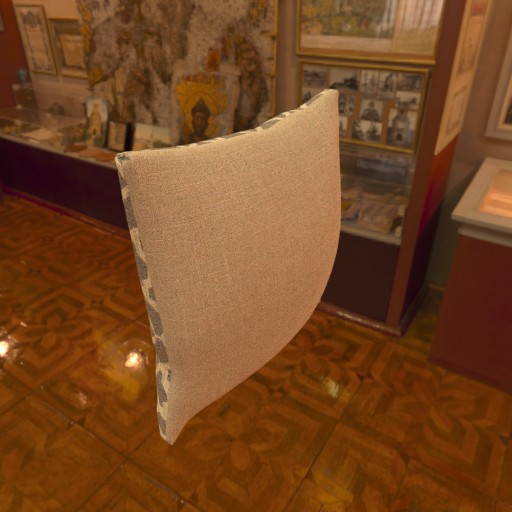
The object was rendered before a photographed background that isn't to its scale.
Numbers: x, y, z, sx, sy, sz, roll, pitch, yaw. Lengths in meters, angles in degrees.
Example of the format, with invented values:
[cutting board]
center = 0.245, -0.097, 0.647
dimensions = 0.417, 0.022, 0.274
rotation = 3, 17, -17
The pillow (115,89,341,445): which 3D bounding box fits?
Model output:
[pillow]
center = 0.000, 0.000, 0.786
dimensions = 0.215, 0.498, 0.508
rotation = 20, 36, 30
